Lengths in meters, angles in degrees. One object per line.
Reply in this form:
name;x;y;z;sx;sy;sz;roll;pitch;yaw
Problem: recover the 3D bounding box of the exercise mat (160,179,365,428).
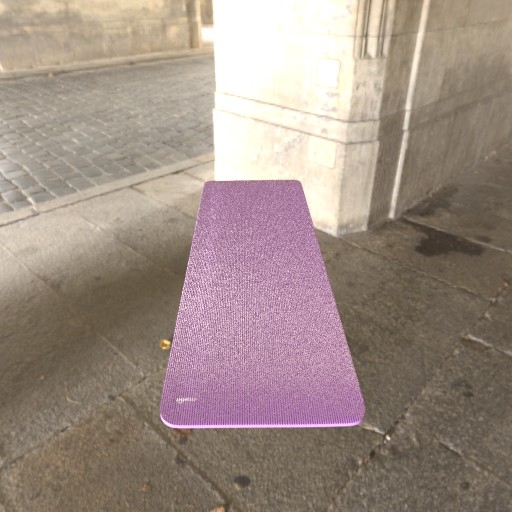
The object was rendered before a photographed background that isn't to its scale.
exercise mat;0.000;0.000;2.074;0.616;0.021;1.869;-1;32;-1
